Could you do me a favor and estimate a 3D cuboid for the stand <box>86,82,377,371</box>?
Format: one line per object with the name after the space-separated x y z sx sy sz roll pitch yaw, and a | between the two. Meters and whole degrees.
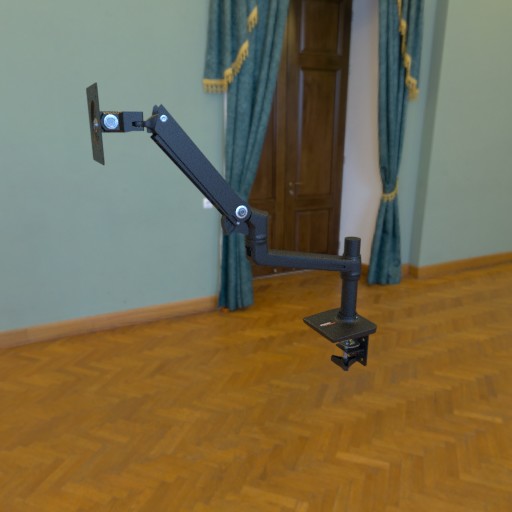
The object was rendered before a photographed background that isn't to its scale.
0.000 0.000 1.020 0.650 0.713 0.152 -8 18 -25 | stand
